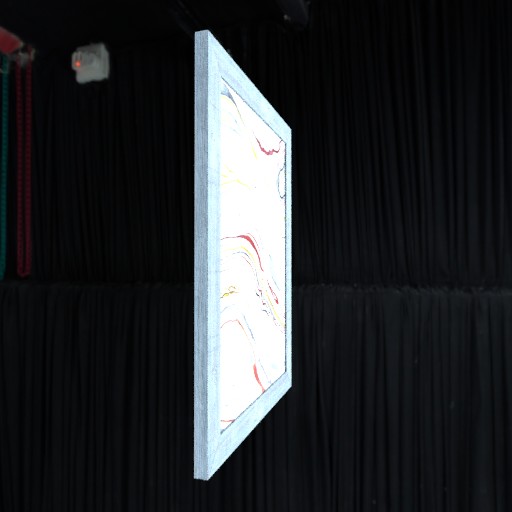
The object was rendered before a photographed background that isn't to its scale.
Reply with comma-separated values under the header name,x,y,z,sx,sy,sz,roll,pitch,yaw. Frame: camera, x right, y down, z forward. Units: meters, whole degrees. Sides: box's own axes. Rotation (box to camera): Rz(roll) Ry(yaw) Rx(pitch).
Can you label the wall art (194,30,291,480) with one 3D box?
name,x,y,z,sx,sy,sz,roll,pitch,yaw
wall art,0.000,0.000,0.834,0.020,0.613,0.481,0,-1,18
